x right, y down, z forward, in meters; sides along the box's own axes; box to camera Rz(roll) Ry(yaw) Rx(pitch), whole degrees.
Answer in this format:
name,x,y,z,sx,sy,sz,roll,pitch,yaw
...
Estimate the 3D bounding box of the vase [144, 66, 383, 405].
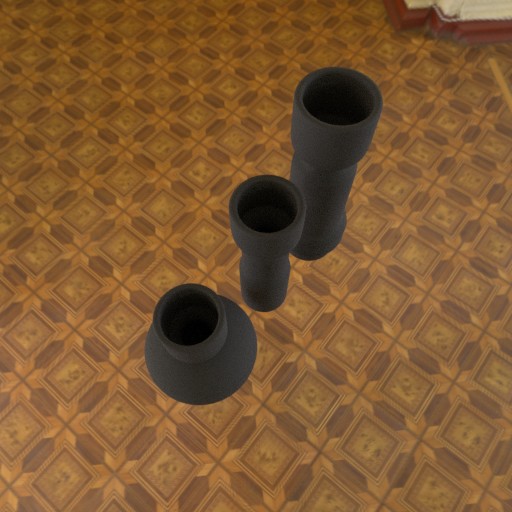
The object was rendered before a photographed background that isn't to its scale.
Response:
name,x,y,z,sx,sy,sz,roll,pitch,yaw
vase,0.000,0.000,0.444,0.120,0.249,0.307,35,69,16
